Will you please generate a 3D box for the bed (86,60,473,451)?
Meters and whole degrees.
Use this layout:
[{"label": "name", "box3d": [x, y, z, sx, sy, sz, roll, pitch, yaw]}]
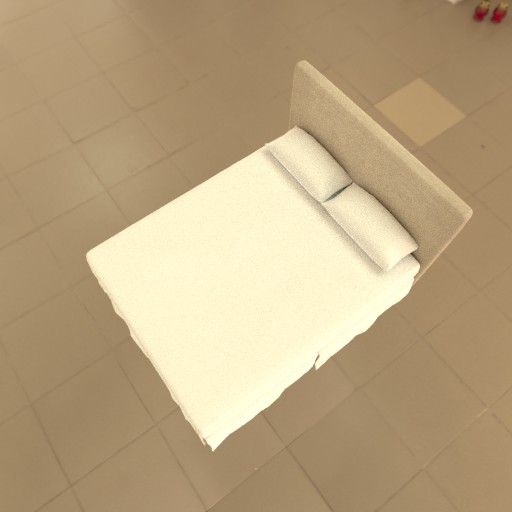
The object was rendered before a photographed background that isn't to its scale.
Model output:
[{"label": "bed", "box3d": [0.000, 0.000, 3.282, 2.162, 1.330, 1.713, -34, 69, -15]}]
